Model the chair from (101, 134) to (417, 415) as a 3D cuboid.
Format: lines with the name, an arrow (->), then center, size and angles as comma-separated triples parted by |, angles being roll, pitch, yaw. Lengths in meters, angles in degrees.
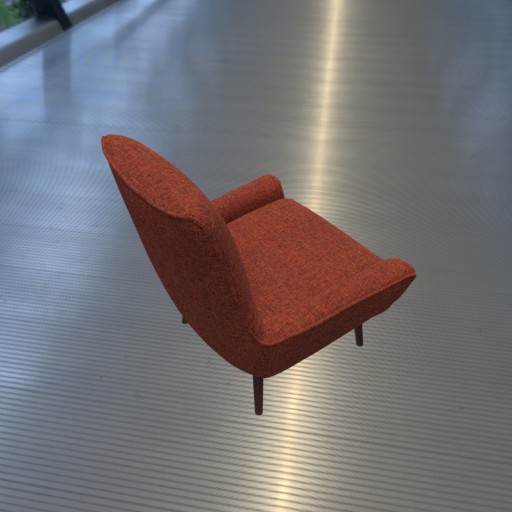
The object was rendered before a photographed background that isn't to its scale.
chair -> 0.000, 0.000, 1.537 | 0.784, 0.911, 0.803 | -25, 46, -27
